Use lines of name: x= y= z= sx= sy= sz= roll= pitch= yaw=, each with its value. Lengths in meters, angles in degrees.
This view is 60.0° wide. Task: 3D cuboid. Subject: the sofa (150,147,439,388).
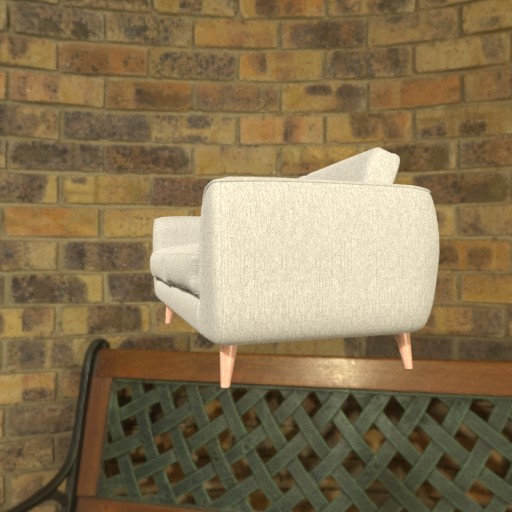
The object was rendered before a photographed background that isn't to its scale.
sofa: x=0.000 y=0.000 z=2.220 sx=0.920 sy=0.850 sz=1.700 roll=0 pitch=0 yaw=-19
